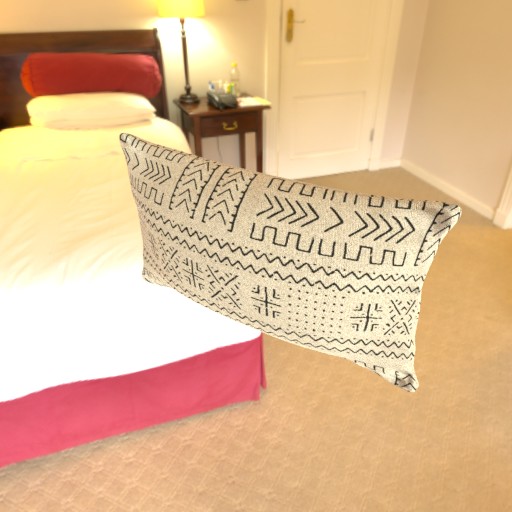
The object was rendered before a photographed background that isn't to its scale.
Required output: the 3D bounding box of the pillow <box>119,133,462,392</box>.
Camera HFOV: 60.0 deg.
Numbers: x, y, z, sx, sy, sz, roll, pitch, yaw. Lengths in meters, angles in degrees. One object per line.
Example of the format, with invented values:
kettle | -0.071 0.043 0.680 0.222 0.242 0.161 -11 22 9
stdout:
pillow | 0.000 0.000 0.802 0.637 0.352 0.188 18 36 27
